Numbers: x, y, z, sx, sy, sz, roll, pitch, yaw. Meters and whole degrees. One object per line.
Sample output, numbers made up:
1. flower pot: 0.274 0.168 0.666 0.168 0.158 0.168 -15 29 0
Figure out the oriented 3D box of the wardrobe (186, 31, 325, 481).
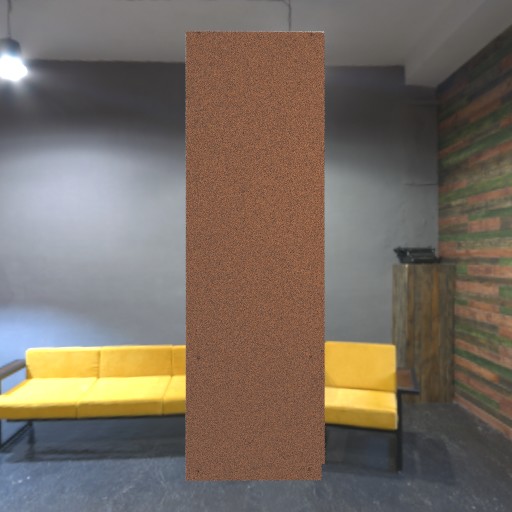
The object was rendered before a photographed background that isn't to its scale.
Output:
1. wardrobe: 0.000 0.000 2.277 0.577 1.808 0.991 0 0 -1
